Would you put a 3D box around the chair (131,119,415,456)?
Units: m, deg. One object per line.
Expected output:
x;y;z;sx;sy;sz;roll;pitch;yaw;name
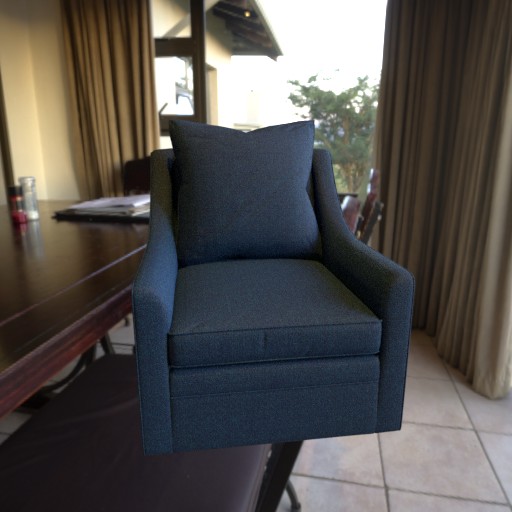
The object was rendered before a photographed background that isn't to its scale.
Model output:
0.000;0.000;1.561;0.750;0.939;0.870;-2;15;-8;chair
